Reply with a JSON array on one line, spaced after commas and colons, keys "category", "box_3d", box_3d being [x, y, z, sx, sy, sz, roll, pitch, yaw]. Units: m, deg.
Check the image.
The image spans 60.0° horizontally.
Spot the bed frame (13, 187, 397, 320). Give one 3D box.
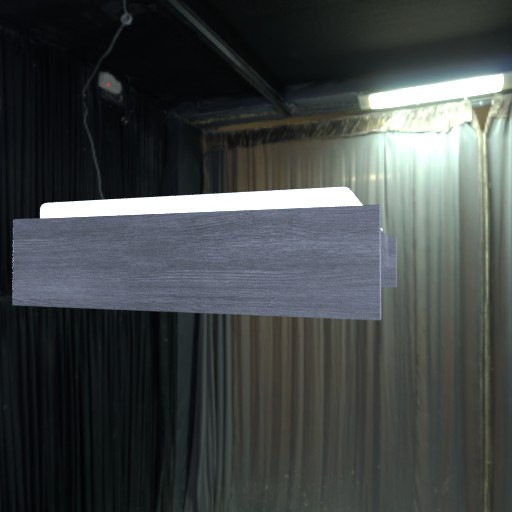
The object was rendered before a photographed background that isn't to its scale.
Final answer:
[{"category": "bed frame", "box_3d": [0.000, 0.000, 2.542, 1.490, 0.432, 1.950, 0, -1, 19]}]
